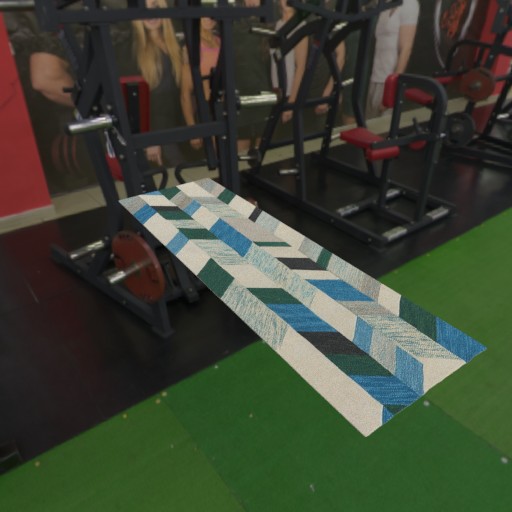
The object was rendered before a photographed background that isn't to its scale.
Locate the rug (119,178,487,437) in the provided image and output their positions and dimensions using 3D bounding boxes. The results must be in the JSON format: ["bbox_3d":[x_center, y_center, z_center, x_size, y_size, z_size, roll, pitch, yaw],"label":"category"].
[{"bbox_3d":[0.000,0.000,2.601,0.774,0.008,2.437,-20,37,-29],"label":"rug"}]
